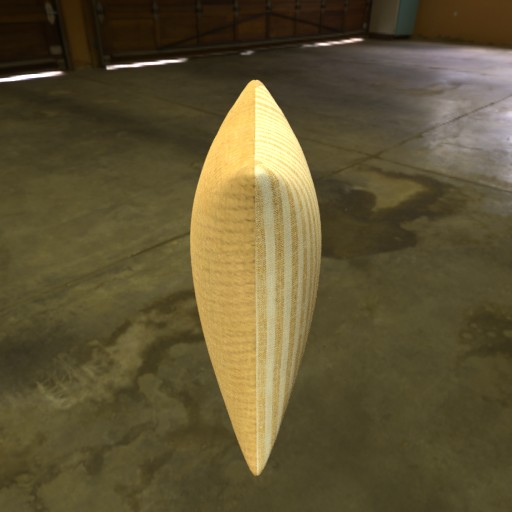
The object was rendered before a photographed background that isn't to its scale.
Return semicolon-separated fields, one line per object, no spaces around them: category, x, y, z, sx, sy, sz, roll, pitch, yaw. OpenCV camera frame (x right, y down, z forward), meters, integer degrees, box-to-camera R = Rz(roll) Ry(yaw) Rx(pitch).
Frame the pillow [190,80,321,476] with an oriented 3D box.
pillow;0.000;0.000;0.634;0.173;0.407;0.419;0;31;0
